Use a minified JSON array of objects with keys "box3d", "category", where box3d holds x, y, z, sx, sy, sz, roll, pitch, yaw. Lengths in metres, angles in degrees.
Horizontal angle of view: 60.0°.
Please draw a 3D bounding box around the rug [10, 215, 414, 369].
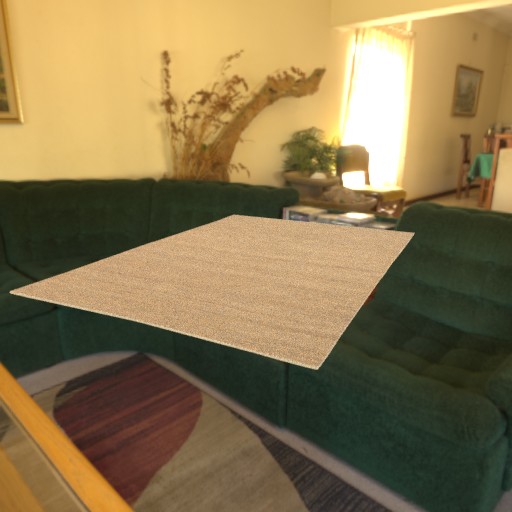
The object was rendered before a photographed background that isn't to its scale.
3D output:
[{"box3d":[0.000,0.000,2.833,1.624,0.030,2.264,8,18,26],"category":"rug"}]
